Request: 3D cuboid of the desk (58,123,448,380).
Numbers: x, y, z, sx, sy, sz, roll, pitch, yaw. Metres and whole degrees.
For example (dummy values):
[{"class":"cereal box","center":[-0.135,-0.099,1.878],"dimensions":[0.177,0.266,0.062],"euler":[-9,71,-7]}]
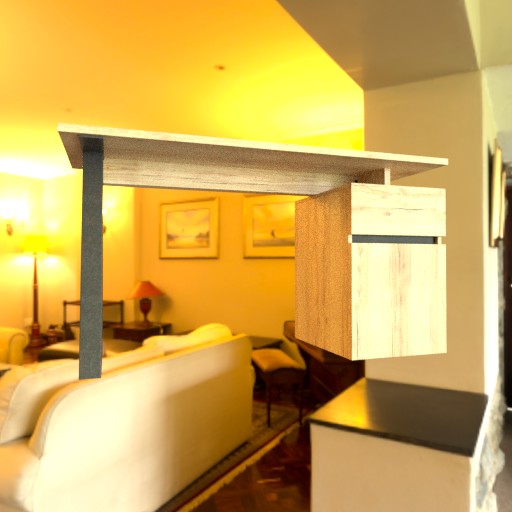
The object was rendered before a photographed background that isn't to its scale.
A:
[{"class":"desk","center":[0.000,0.000,1.766],"dimensions":[1.400,0.760,0.550],"euler":[0,-1,-19]}]
